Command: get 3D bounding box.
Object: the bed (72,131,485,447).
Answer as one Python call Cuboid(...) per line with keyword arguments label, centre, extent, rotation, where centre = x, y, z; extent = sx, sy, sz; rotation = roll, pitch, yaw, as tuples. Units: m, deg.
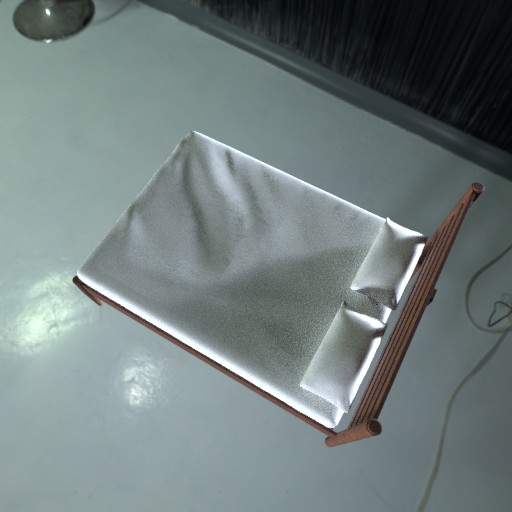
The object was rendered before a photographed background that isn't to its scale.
Cuboid(label="bed", centre=(0.000, 0.000, 2.994), extent=(2.093, 1.304, 1.509), rotation=(28, 68, 12))
